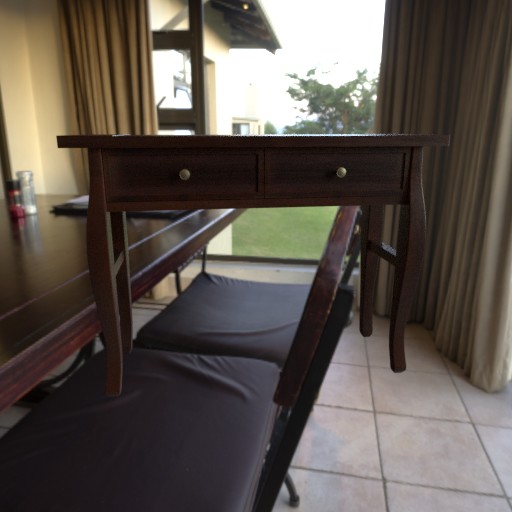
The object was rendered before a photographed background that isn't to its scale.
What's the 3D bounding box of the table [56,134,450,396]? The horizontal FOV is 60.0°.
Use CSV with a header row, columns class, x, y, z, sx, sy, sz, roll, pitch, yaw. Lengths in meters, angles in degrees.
class,x,y,z,sx,sy,sz,roll,pitch,yaw
table,0.000,0.000,1.455,1.062,0.768,0.373,-2,16,-8
